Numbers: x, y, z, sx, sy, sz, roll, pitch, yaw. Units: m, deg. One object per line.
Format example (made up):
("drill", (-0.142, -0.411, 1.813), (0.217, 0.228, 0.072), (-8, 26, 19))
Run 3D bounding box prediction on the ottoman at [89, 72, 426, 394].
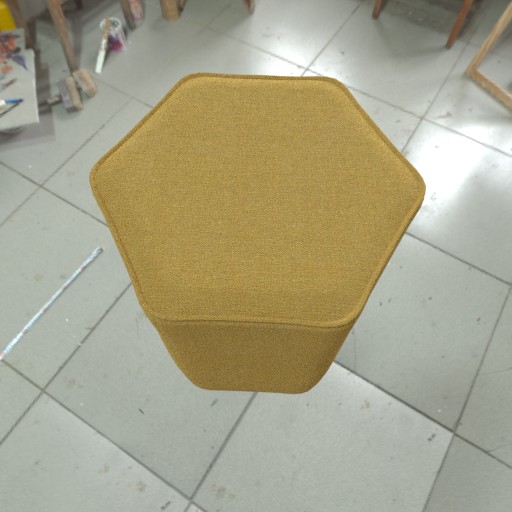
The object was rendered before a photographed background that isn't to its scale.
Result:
("ottoman", (0.000, 0.000, 0.851), (0.494, 0.502, 0.443), (2, 63, 1))
